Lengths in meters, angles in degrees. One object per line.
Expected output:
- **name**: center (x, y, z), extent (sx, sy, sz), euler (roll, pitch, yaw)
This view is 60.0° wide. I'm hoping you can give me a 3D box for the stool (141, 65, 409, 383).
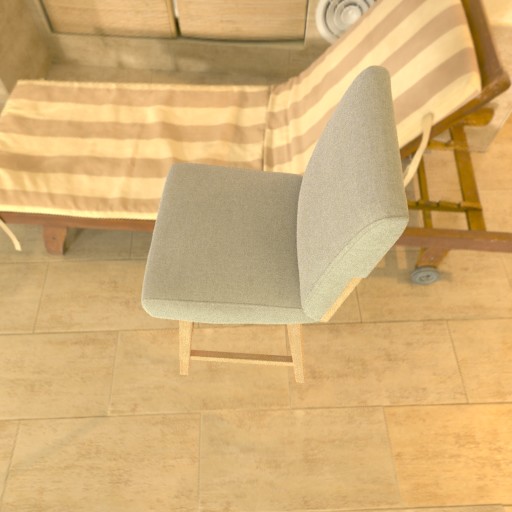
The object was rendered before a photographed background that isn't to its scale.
- **stool**: center (0.000, 0.000, 1.393), extent (0.606, 1.085, 0.507), euler (3, 59, 2)
